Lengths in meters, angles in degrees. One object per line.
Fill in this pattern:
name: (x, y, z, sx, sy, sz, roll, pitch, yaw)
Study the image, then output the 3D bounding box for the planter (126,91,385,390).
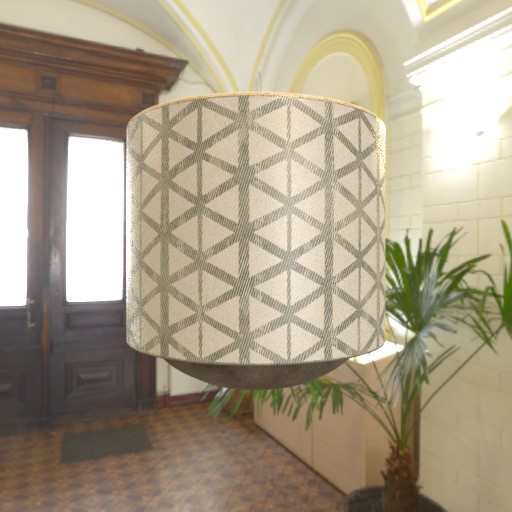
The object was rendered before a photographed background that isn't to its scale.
planter: (0.000, 0.000, 0.446, 0.250, 0.239, 0.250, 0, 0, 0)
